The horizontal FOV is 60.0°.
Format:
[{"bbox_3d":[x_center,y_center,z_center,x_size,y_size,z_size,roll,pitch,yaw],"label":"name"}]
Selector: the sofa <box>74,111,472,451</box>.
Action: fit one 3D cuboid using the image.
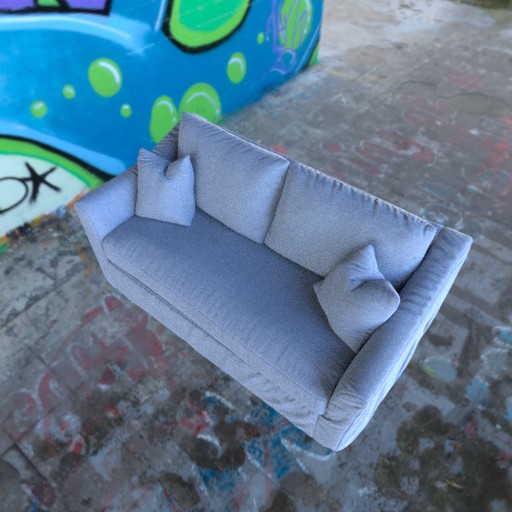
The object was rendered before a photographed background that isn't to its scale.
[{"bbox_3d":[0.000,0.000,2.640,2.010,1.018,1.072,31,54,25],"label":"sofa"}]
